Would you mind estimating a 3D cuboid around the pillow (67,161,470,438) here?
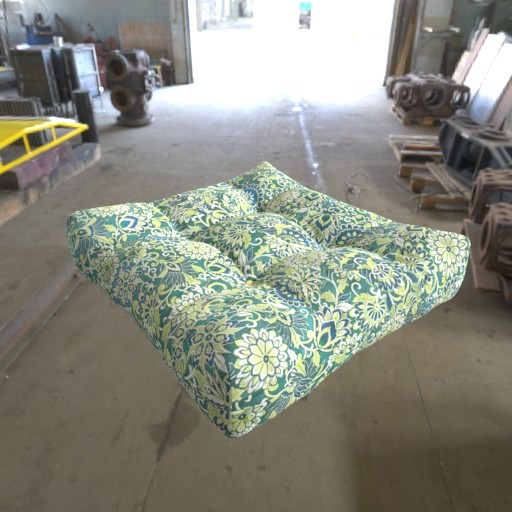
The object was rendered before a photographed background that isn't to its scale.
[{"bbox_3d":[0.000,0.000,0.720,0.468,0.128,0.490,-22,36,-33],"label":"pillow"}]
